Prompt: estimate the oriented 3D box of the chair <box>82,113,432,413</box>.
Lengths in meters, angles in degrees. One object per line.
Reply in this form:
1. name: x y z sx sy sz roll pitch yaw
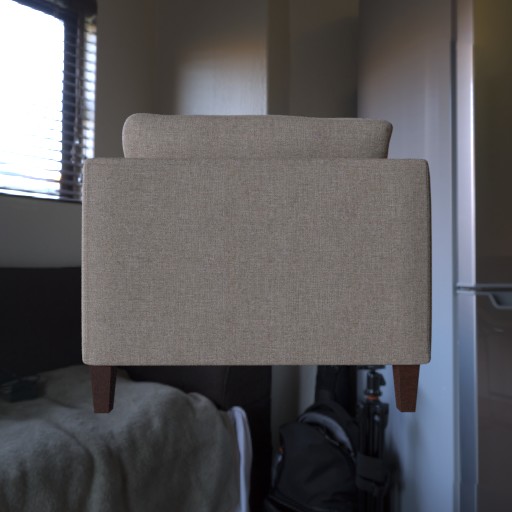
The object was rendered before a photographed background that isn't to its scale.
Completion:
1. chair: 0.000 0.000 1.823 1.107 0.987 0.959 0 -1 -1
